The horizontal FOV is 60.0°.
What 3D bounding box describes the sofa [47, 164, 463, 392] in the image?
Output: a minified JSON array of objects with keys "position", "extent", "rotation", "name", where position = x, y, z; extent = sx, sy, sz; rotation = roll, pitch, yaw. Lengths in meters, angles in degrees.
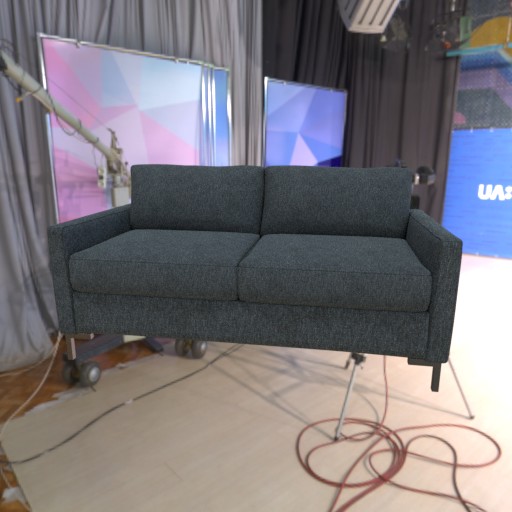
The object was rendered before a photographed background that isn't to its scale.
[{"position":[0.000,0.000,2.195],"extent":[1.716,0.862,0.866],"rotation":[2,14,10],"name":"sofa"}]
